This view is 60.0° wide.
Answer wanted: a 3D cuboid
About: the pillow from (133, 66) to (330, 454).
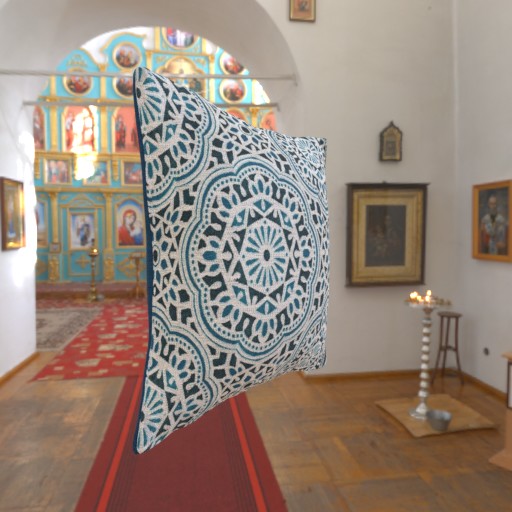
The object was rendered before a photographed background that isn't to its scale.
[{"bbox_3d":[0.000,0.000,0.645,0.145,0.420,0.440,1,2,36],"label":"pillow"}]
